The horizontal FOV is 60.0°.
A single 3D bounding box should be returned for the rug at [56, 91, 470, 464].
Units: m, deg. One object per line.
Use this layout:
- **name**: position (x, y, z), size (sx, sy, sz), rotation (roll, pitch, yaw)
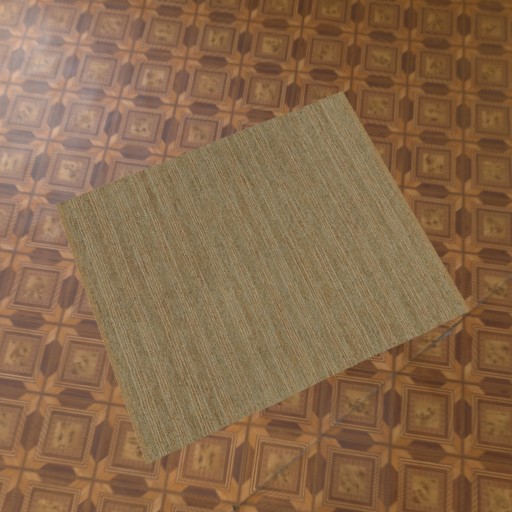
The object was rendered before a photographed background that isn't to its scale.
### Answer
- **rug**: position (0.000, 0.000, 4.036), size (3.034, 0.012, 2.471), rotation (-23, 76, -6)
